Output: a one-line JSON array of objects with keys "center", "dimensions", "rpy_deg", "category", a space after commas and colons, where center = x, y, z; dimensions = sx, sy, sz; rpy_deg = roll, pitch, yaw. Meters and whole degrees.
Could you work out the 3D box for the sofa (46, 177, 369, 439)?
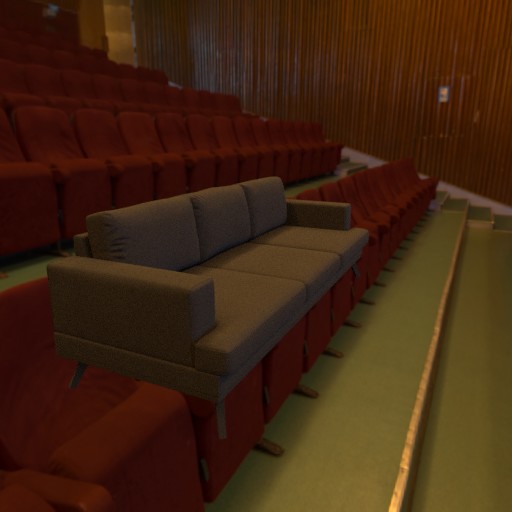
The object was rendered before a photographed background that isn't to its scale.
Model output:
[{"center": [0.000, 0.000, 2.751], "dimensions": [0.920, 0.810, 2.310], "rpy_deg": [7, 17, 25], "category": "sofa"}]
